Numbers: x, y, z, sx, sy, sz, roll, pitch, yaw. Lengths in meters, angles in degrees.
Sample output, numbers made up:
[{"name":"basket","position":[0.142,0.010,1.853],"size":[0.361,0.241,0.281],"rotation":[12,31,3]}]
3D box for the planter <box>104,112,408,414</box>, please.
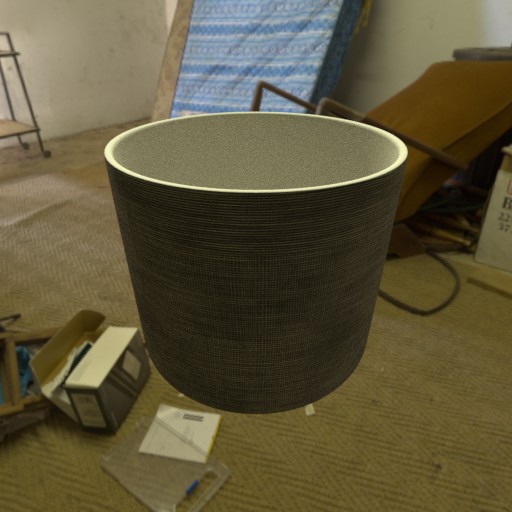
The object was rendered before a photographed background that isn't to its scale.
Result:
[{"name":"planter","position":[0.000,0.000,0.764],"size":[0.440,0.398,0.440],"rotation":[0,29,0]}]
